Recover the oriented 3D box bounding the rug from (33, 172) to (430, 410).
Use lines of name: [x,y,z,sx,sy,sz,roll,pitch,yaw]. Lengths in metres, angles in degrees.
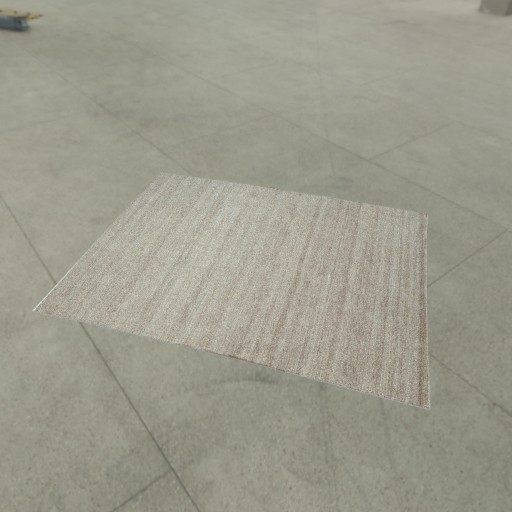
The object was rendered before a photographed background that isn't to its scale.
rug: [0.000,0.000,4.256,3.202,0.045,2.434,11,41,13]
